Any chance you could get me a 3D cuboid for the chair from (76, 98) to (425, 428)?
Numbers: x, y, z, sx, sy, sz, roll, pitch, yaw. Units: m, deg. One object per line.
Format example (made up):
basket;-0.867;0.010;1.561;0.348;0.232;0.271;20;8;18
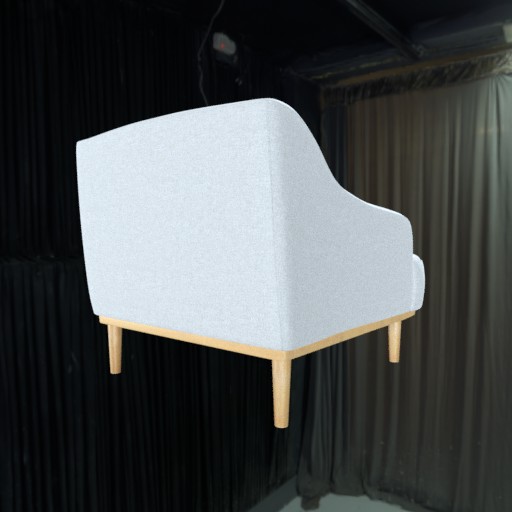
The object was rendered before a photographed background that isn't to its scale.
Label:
chair;0.000;0.000;1.611;0.946;0.818;0.951;2;4;38
